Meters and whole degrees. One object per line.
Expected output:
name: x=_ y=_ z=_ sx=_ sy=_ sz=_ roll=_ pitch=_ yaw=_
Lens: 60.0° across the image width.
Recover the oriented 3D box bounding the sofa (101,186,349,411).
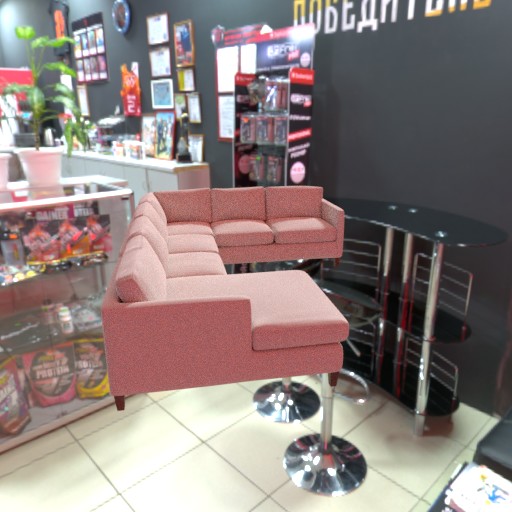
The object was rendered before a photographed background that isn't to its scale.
sofa: x=0.000 y=0.000 z=4.552 sx=2.593 sy=0.956 sz=3.459 roll=-3 pitch=18 yaw=-10
